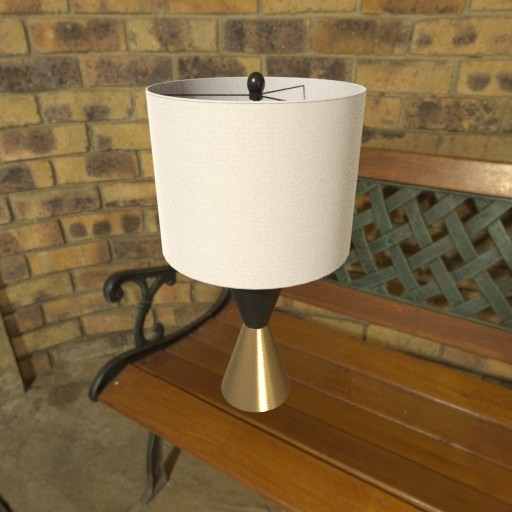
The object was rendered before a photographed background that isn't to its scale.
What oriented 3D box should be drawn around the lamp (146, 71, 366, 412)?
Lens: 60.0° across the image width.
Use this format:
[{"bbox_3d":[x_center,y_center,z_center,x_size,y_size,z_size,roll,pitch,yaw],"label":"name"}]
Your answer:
[{"bbox_3d":[0.000,0.000,0.744,0.304,0.573,0.304,0,27,1],"label":"lamp"}]
